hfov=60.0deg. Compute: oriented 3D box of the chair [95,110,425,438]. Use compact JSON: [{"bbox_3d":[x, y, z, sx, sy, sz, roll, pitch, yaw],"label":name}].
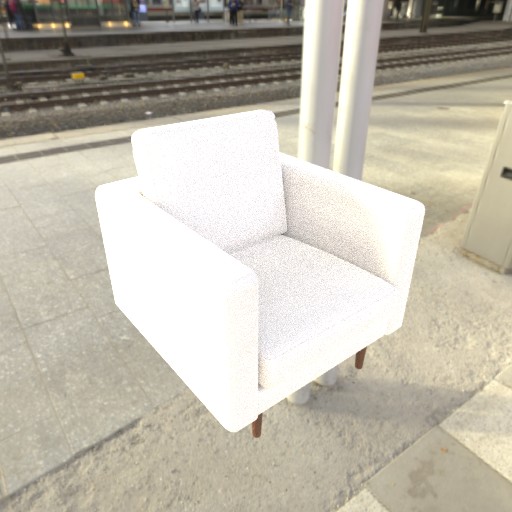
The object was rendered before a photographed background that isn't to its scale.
[{"bbox_3d":[0.000,0.000,1.635,0.831,0.899,0.879,-21,36,-33],"label":"chair"}]
